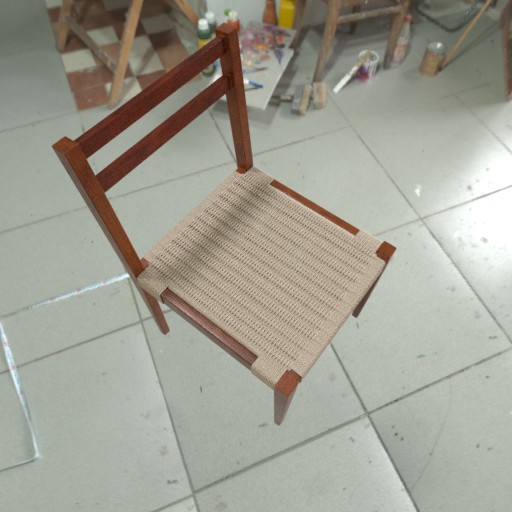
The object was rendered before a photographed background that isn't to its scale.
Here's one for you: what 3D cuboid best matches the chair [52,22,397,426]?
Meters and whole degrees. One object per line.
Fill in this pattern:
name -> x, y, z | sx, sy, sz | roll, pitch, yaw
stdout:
chair -> 0.000, 0.000, 1.180 | 0.569, 0.851, 0.495 | 34, 65, 18
